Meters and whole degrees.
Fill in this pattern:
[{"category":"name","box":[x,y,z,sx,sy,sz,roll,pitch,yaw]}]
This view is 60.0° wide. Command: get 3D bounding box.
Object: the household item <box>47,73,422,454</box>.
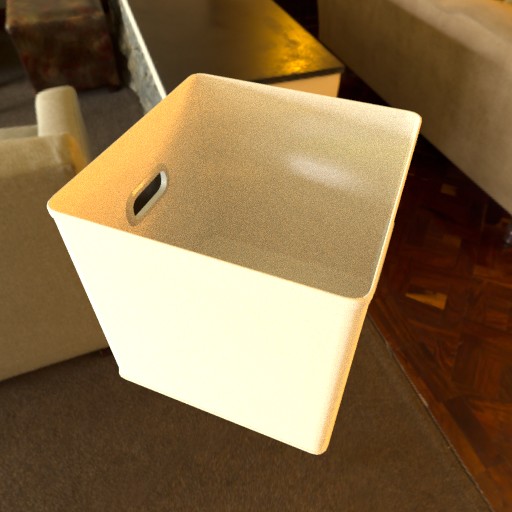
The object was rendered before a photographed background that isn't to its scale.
[{"category":"household item","box":[0.000,0.000,0.568,0.305,0.305,0.305,16,48,15]}]
